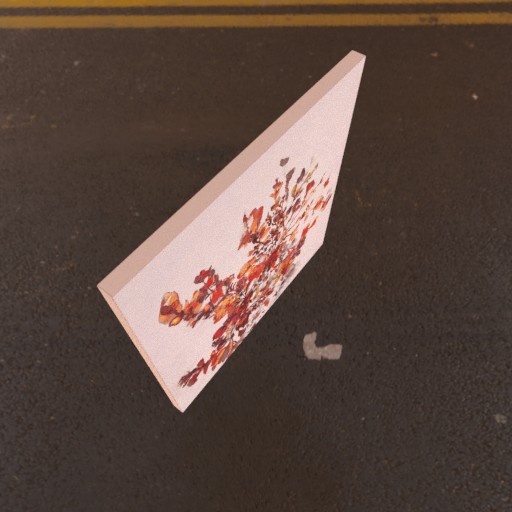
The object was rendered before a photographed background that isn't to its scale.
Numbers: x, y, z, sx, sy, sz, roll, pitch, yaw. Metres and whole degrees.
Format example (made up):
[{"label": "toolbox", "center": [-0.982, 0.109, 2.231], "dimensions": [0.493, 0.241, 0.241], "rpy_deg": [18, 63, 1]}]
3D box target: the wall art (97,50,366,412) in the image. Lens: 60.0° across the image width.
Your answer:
[{"label": "wall art", "center": [0.000, 0.000, 1.538], "dimensions": [0.049, 1.009, 1.009], "rpy_deg": [33, 64, 19]}]
